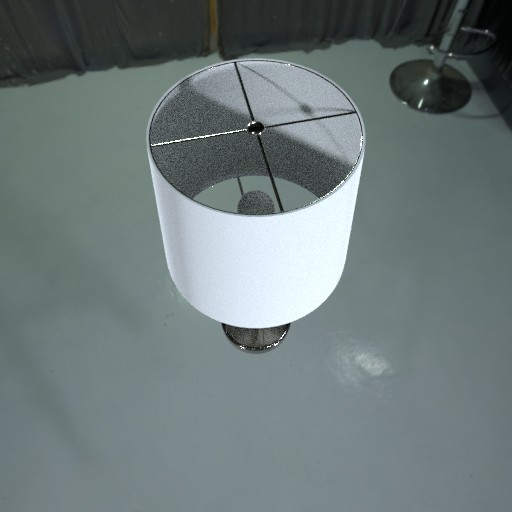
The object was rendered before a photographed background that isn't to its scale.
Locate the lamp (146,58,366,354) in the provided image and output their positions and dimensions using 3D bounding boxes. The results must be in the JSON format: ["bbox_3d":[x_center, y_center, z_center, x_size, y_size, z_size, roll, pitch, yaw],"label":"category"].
[{"bbox_3d":[0.000,0.000,0.788,0.303,0.618,0.303,0,60,0],"label":"lamp"}]
